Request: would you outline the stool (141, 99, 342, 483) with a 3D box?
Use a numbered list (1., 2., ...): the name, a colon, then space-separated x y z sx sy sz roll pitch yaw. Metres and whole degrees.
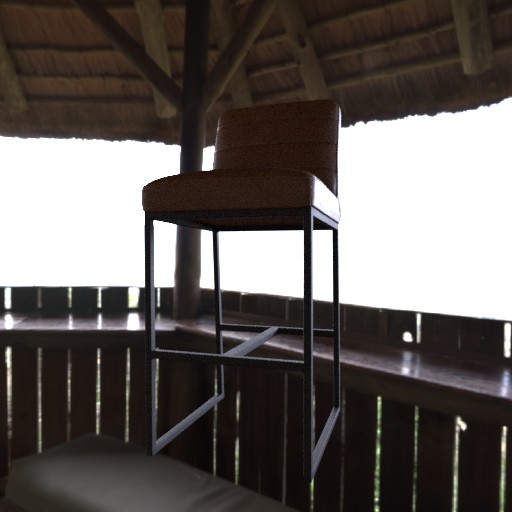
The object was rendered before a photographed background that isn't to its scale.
1. stool: 0.000 0.000 1.323 0.458 1.040 0.556 0 1 18
